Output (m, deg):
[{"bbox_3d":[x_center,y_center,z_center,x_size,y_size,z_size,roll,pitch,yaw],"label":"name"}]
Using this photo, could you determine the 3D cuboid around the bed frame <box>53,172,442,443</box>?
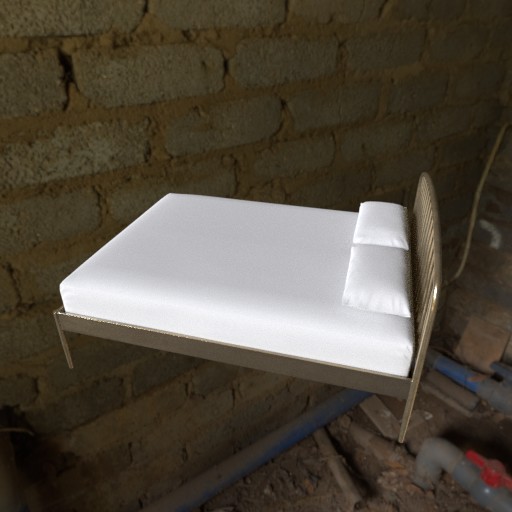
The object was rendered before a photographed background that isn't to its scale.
[{"bbox_3d":[0.000,0.000,3.080,2.152,1.175,1.612,8,31,14],"label":"bed frame"}]
